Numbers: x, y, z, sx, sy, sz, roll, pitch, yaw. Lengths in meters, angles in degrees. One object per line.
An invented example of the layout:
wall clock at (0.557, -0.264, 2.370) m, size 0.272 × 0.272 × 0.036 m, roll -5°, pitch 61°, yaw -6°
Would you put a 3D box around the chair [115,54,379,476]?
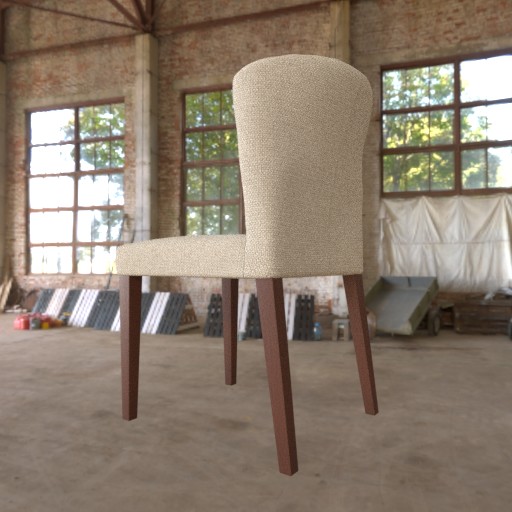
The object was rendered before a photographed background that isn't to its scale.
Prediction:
chair at (0.000, 0.000, 1.161) m, size 0.589 × 0.839 × 0.491 m, roll -1°, pitch -1°, yaw 36°
